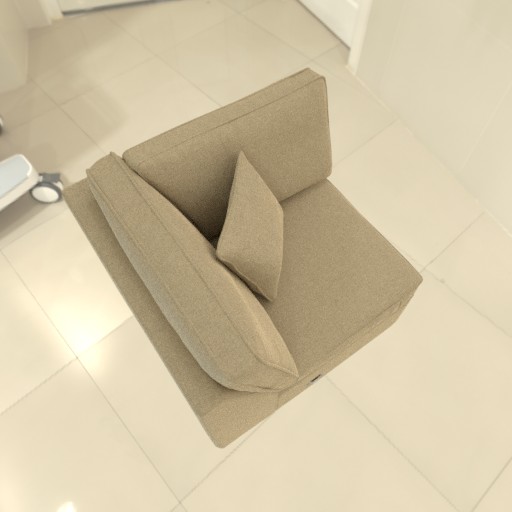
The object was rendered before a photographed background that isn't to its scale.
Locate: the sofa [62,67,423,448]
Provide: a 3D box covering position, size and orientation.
[{"bbox_3d":[0.000,0.000,1.962,1.146,1.002,1.084,-31,64,-17],"label":"sofa"}]
